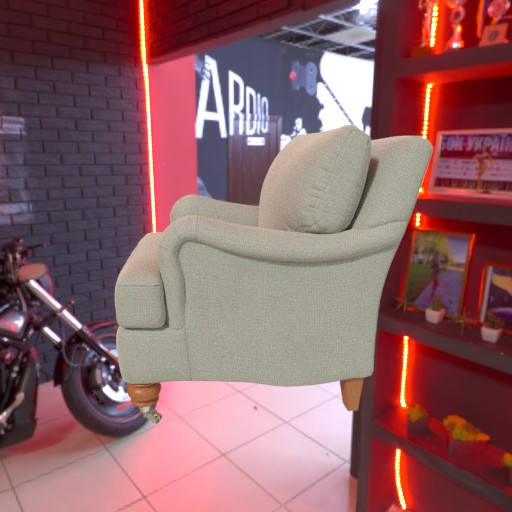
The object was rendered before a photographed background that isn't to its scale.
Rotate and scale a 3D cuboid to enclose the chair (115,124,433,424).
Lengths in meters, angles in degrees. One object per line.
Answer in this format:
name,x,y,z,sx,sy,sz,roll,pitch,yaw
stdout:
chair,0.000,0.000,1.896,1.070,1.038,0.955,-2,13,-8
